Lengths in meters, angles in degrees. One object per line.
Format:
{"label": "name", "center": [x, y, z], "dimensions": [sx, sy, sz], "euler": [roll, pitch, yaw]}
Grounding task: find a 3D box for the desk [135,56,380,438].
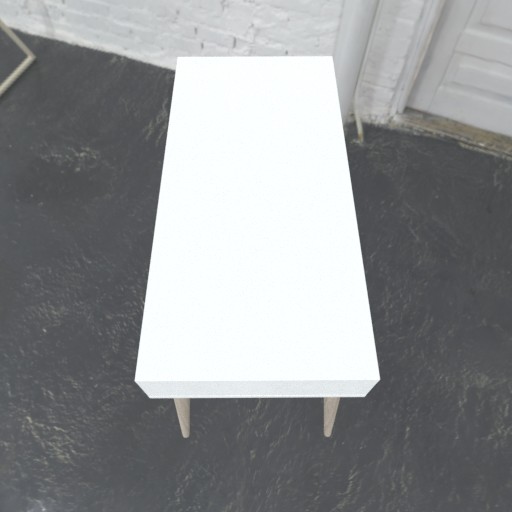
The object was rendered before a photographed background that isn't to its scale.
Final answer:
{"label": "desk", "center": [0.000, 0.000, 1.407], "dimensions": [0.491, 0.723, 0.979], "euler": [0, 59, 0]}
